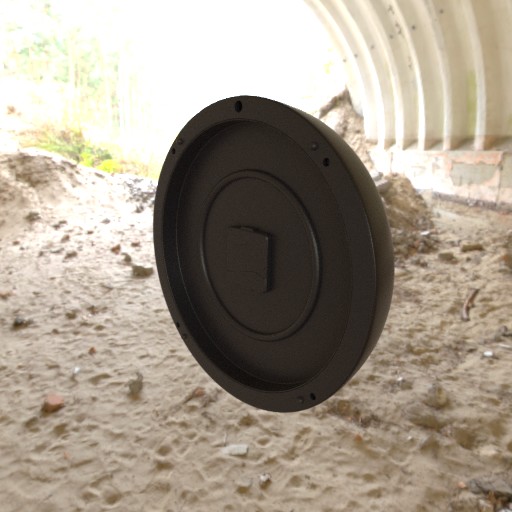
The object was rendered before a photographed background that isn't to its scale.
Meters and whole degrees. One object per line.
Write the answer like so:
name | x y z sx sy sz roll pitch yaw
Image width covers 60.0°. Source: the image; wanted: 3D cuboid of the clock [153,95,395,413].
clock | 0.000 0.000 0.443 0.060 0.300 0.300 -13 19 -43
